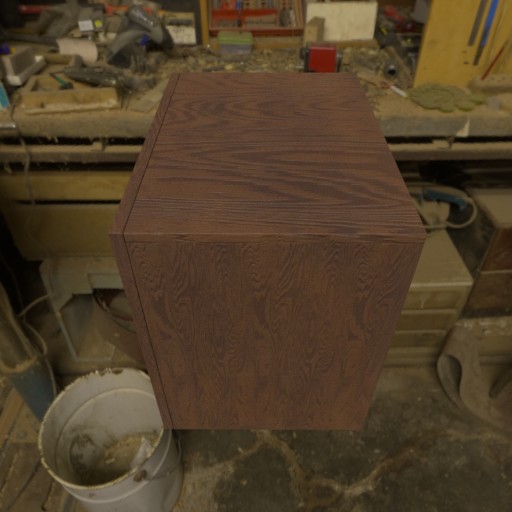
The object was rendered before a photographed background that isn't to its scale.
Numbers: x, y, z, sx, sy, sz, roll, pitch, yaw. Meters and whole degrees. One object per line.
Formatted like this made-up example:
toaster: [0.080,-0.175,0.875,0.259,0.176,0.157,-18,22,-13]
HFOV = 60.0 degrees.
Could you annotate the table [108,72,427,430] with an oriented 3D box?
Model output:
table: [0.000,0.000,0.966,0.439,0.585,0.560,0,42,0]
